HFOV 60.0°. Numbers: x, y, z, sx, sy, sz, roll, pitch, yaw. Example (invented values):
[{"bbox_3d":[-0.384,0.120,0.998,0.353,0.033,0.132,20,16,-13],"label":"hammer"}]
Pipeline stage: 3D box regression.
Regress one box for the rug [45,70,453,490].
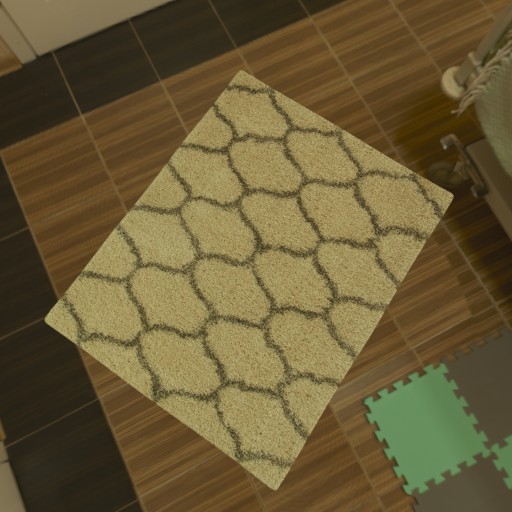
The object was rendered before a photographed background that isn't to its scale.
[{"bbox_3d":[0.000,0.000,3.950,2.399,0.026,3.000,33,78,8],"label":"rug"}]
